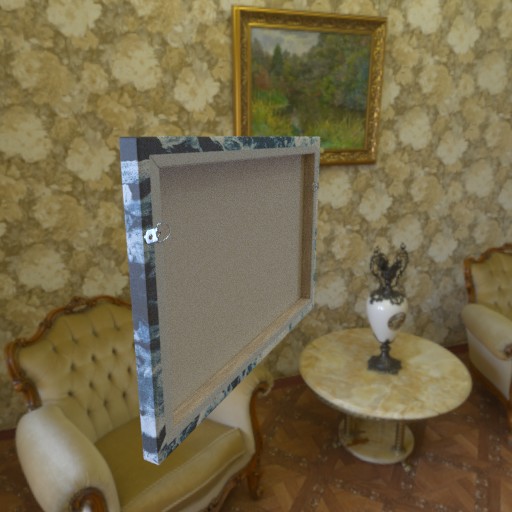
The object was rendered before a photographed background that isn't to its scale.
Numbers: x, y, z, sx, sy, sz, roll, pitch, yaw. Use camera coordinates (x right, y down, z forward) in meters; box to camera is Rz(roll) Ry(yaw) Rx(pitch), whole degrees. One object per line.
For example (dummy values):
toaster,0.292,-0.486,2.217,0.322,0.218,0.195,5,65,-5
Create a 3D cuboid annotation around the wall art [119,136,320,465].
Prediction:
wall art,0.000,0.000,1.173,0.042,0.610,0.915,7,17,25
